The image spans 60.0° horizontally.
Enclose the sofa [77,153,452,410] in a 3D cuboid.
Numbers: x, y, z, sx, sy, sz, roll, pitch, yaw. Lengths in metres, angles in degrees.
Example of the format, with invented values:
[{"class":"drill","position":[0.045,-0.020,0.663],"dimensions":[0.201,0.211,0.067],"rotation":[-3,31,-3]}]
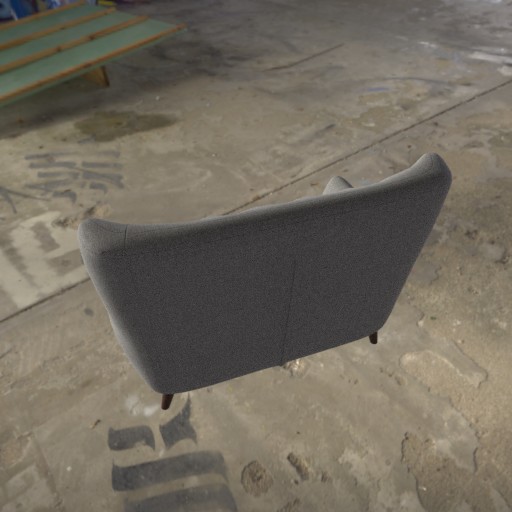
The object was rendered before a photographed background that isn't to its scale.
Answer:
[{"class":"sofa","position":[0.000,0.000,2.024],"dimensions":[1.386,1.028,0.884],"rotation":[-13,42,-15]}]
